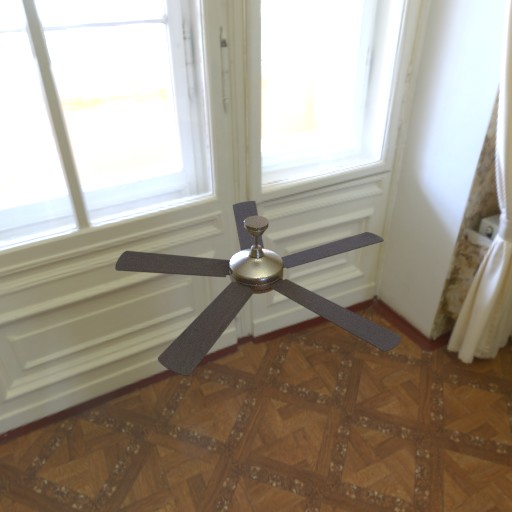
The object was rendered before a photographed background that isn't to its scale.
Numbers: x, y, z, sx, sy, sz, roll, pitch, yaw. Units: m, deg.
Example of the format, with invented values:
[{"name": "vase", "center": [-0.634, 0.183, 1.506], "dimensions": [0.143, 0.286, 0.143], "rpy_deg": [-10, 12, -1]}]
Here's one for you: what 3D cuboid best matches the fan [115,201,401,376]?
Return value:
[{"name": "fan", "center": [0.000, 0.000, 2.002], "dimensions": [1.321, 0.356, 1.321], "rpy_deg": [10, 35, 15]}]
